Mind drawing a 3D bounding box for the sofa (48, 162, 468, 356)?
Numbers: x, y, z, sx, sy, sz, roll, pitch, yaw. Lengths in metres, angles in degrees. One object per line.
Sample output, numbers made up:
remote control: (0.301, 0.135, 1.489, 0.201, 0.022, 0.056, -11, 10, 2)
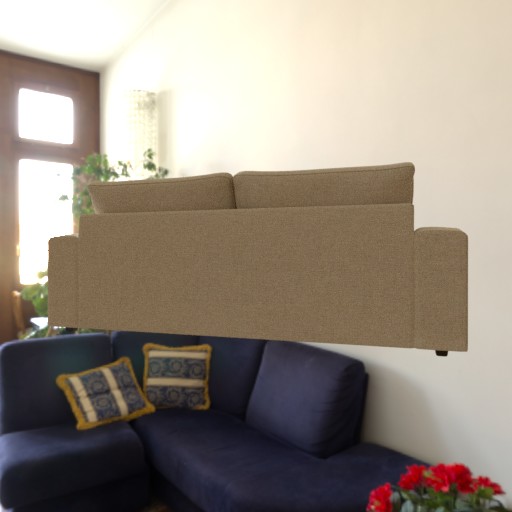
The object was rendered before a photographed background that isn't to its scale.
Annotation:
sofa: (0.000, 0.000, 2.794, 2.299, 0.922, 1.040, 0, 0, 18)
